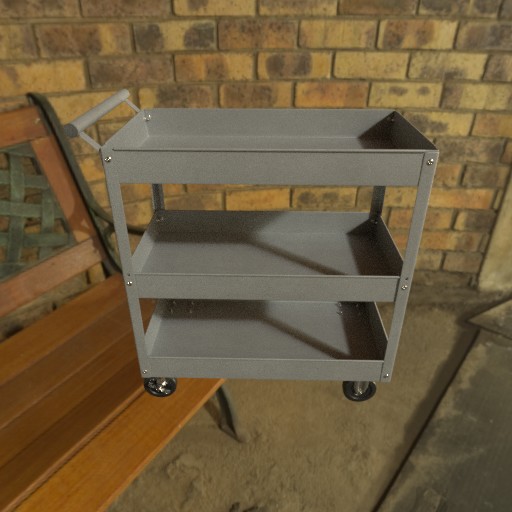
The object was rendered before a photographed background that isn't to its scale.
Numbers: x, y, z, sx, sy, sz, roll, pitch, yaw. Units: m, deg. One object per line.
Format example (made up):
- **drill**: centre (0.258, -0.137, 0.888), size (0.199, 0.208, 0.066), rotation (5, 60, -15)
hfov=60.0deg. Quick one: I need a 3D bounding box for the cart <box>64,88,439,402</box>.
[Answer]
- **cart**: centre (0.000, 0.000, 1.178), size (0.719, 0.780, 0.366), rotation (1, 30, 1)
